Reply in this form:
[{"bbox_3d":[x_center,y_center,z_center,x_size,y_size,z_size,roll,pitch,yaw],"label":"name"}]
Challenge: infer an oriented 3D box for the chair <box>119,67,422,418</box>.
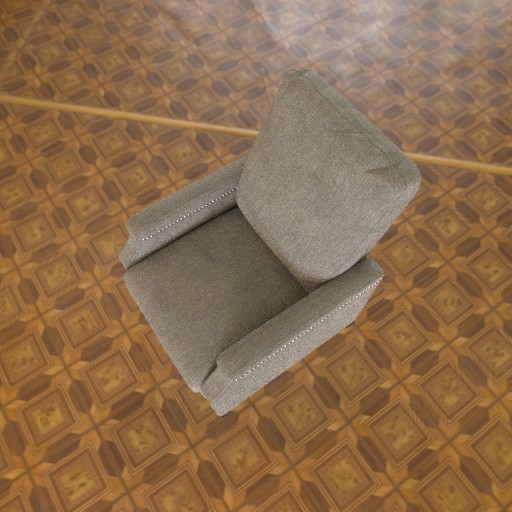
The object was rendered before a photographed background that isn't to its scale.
[{"bbox_3d":[0.000,0.000,1.671,0.922,1.049,0.710,-32,68,-15],"label":"chair"}]
